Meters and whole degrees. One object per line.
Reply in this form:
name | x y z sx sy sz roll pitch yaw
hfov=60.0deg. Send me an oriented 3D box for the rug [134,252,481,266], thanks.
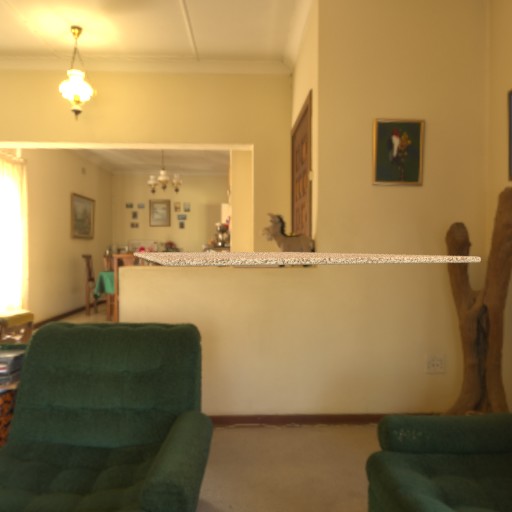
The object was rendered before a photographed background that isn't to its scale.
rug | 0.000 0.000 3.079 1.524 0.030 2.438 0 1 -18
